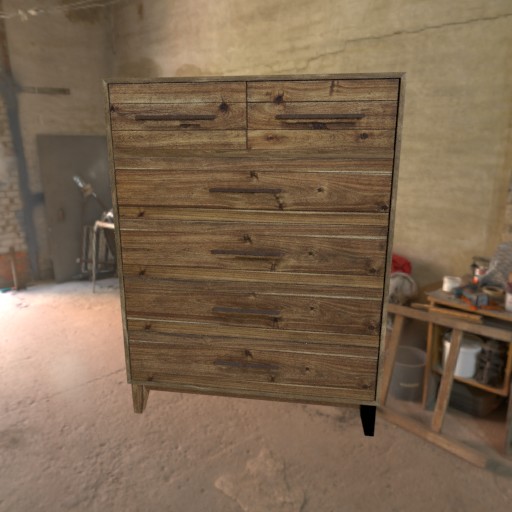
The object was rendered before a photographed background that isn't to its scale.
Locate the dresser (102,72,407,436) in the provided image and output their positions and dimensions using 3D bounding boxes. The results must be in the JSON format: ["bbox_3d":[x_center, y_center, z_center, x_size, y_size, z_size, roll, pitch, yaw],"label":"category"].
[{"bbox_3d":[0.000,0.000,1.901,1.062,1.393,0.442,2,15,9],"label":"dresser"}]
